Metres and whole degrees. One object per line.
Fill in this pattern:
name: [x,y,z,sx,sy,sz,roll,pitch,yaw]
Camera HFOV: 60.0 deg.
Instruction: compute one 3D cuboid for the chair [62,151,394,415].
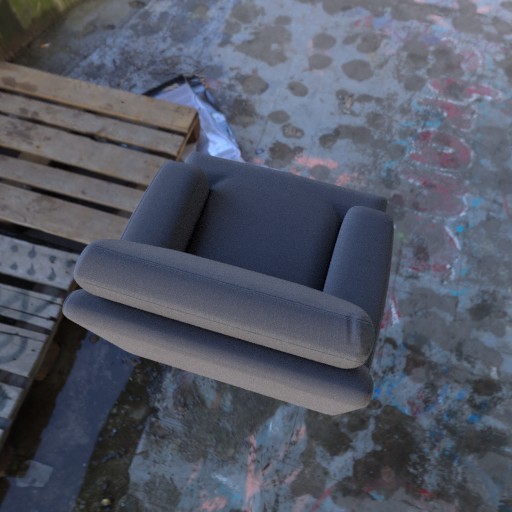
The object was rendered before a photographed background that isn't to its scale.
chair: [0.000,0.000,1.994,1.168,0.940,1.143,15,64,8]
